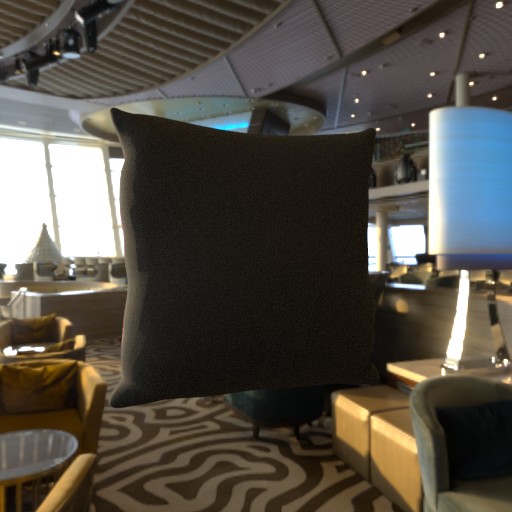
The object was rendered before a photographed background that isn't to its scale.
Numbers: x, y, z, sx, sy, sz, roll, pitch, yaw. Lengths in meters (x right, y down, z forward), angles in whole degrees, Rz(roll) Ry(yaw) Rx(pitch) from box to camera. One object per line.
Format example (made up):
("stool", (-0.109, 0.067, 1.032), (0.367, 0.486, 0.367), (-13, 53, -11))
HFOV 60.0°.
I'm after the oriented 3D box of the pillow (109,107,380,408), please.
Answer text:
("pillow", (0.000, 0.000, 0.798), (0.503, 0.496, 0.208), (0, 0, -17))
